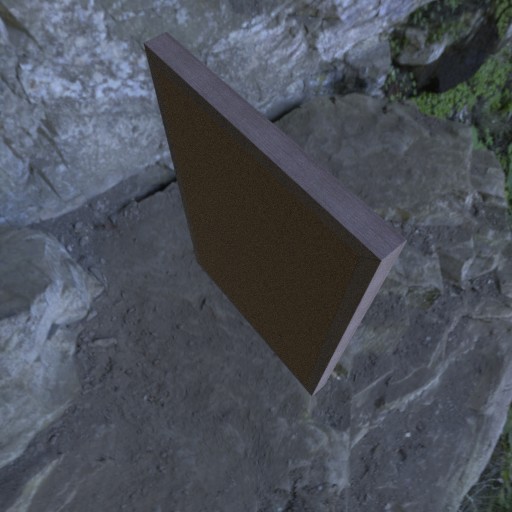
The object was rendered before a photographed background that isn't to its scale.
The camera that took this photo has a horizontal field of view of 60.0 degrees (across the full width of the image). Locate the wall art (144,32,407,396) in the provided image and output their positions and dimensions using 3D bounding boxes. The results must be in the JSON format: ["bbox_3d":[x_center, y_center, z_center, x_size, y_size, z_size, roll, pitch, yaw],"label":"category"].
[{"bbox_3d":[0.000,0.000,0.649,0.031,0.509,0.356,-36,67,-18],"label":"wall art"}]
